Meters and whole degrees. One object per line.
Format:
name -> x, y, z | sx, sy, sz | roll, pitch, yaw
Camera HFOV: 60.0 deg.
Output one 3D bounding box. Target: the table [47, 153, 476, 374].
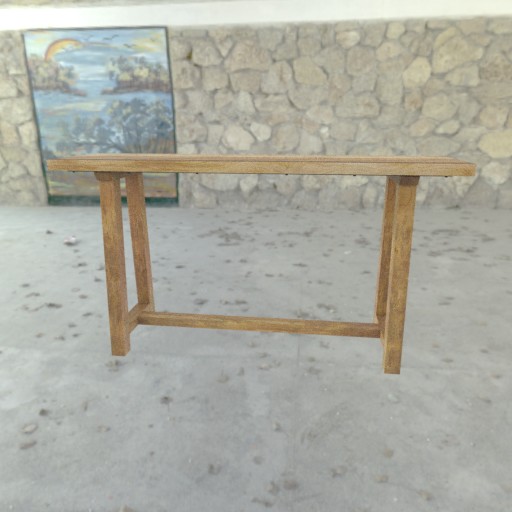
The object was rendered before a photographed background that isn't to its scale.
table -> 0.000, 0.000, 1.868 | 1.524, 0.810, 0.405 | 2, 17, 7
